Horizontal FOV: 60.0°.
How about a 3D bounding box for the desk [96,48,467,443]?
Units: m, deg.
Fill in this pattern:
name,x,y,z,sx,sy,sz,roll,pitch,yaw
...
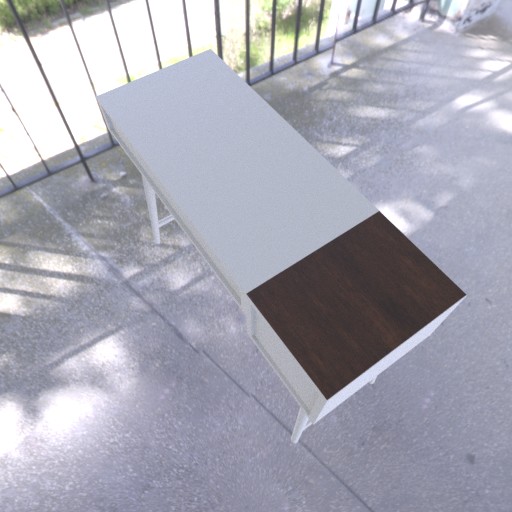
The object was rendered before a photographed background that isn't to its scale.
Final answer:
name,x,y,z,sx,sy,sz,roll,pitch,yaw
desk,0.000,0.000,1.469,0.409,0.761,1.069,-31,64,-17
